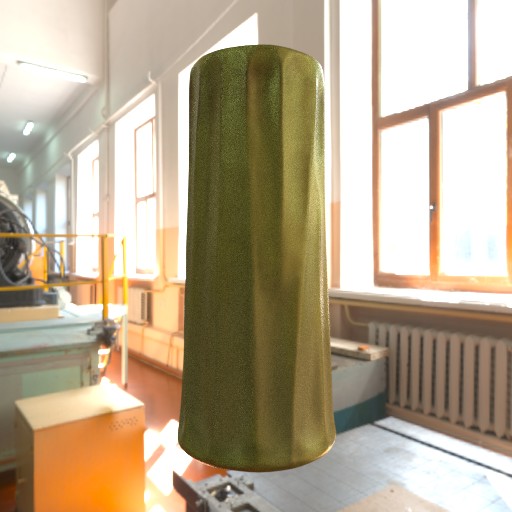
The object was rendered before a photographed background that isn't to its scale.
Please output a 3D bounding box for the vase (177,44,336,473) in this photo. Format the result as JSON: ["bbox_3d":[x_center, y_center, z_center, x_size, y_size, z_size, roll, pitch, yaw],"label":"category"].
[{"bbox_3d":[0.000,0.000,0.174,0.061,0.143,0.061,0,-1,0],"label":"vase"}]
